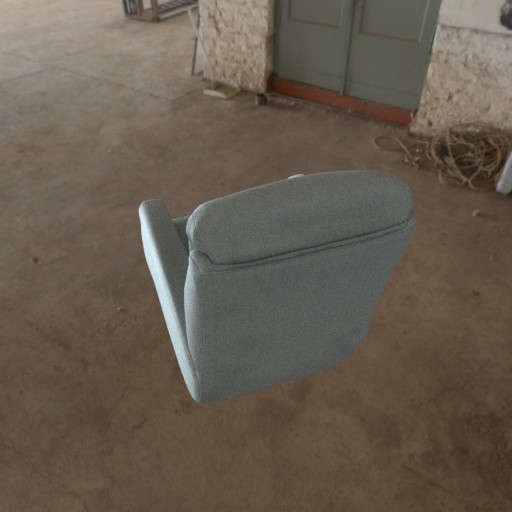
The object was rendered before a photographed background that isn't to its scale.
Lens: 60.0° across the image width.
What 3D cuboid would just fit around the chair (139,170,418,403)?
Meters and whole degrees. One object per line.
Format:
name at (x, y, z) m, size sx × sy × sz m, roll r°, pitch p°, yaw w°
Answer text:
chair at (0.000, 0.000, 1.698) m, size 0.794 × 1.016 × 0.940 m, roll -13°, pitch 43°, yaw -14°
